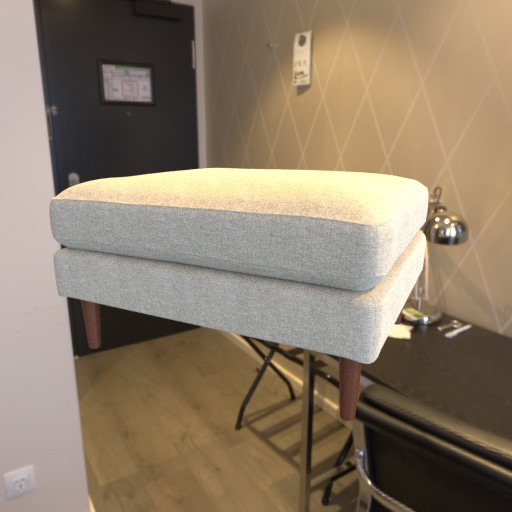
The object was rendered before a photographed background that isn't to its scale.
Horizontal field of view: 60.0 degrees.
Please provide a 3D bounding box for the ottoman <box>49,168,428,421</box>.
[{"bbox_3d":[0.000,0.000,1.240,0.821,0.474,0.693,7,16,26],"label":"ottoman"}]
